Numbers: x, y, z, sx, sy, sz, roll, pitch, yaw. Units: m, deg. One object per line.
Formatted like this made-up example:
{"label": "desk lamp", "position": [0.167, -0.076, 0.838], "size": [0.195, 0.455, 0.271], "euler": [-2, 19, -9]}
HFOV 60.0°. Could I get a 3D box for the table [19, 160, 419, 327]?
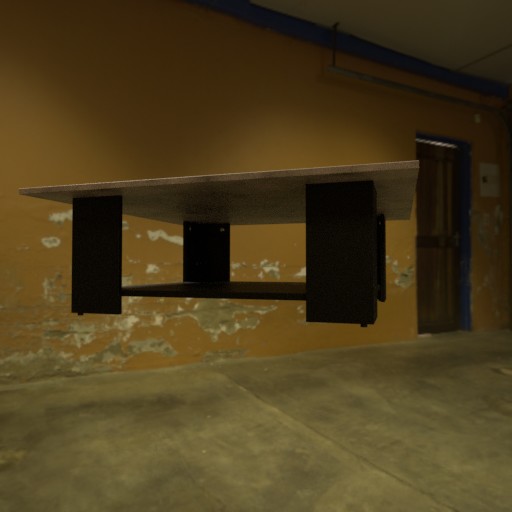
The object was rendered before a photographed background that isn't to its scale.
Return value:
{"label": "table", "position": [0.000, 0.000, 1.329], "size": [0.890, 0.305, 0.890], "euler": [0, -2, 18]}
